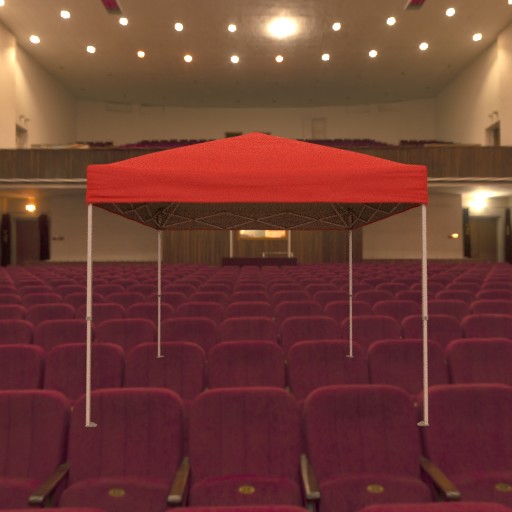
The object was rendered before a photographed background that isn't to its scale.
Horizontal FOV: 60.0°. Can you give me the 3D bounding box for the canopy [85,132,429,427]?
[{"bbox_3d":[0.000,0.000,5.328,2.998,2.997,2.996,0,-1,-1],"label":"canopy"}]
